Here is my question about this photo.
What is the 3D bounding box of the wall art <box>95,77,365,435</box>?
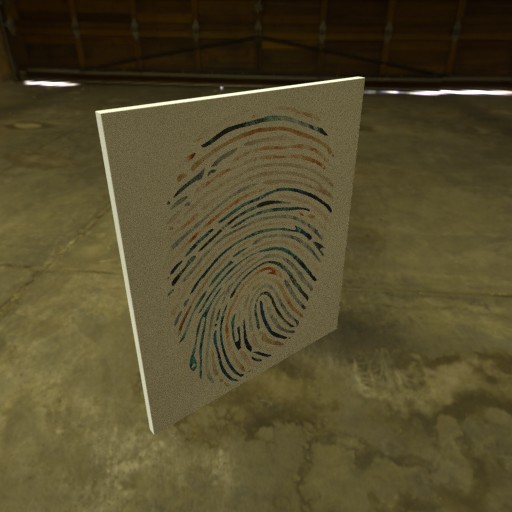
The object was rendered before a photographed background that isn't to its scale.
[{"bbox_3d":[0.000,0.000,1.006,0.609,0.710,0.021,-21,36,-33],"label":"wall art"}]
